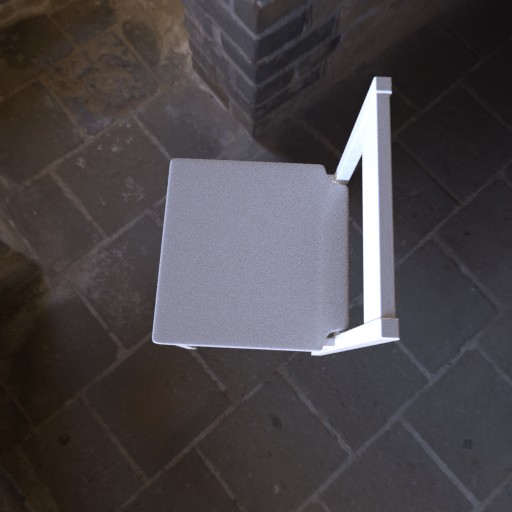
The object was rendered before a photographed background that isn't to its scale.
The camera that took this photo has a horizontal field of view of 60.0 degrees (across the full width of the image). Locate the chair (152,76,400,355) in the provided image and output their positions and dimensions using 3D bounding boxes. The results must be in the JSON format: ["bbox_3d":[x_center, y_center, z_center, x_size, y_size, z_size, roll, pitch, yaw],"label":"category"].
[{"bbox_3d":[0.000,0.000,0.889,0.361,0.668,0.367,3,76,1],"label":"chair"}]
